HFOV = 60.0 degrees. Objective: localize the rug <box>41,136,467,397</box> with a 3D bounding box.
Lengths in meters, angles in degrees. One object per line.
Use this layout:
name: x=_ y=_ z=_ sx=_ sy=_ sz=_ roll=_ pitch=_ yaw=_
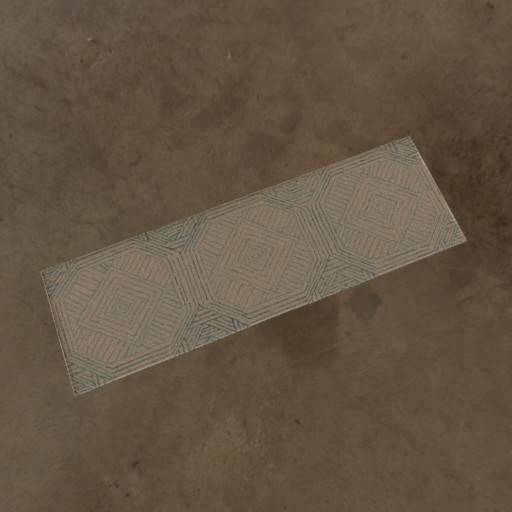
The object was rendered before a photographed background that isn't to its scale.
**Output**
rug: x=0.000 y=0.000 z=2.663 sx=2.452 sy=0.012 sz=0.775 roll=-21 pitch=76 yaw=-6
